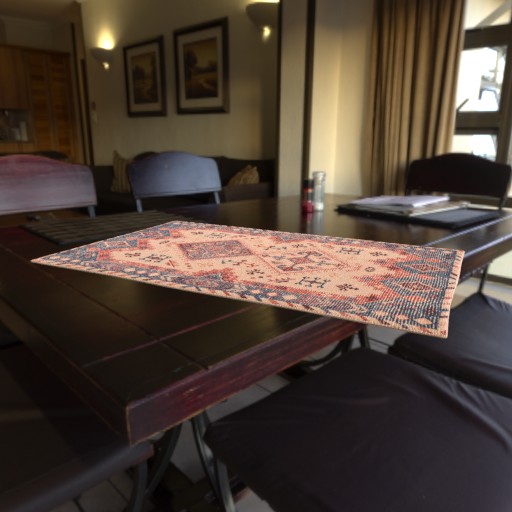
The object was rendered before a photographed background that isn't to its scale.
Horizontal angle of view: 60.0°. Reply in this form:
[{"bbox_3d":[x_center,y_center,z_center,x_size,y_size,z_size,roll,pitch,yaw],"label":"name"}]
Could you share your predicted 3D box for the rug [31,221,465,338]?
[{"bbox_3d":[0.000,0.000,2.942,2.464,0.023,1.521,8,17,26],"label":"rug"}]
